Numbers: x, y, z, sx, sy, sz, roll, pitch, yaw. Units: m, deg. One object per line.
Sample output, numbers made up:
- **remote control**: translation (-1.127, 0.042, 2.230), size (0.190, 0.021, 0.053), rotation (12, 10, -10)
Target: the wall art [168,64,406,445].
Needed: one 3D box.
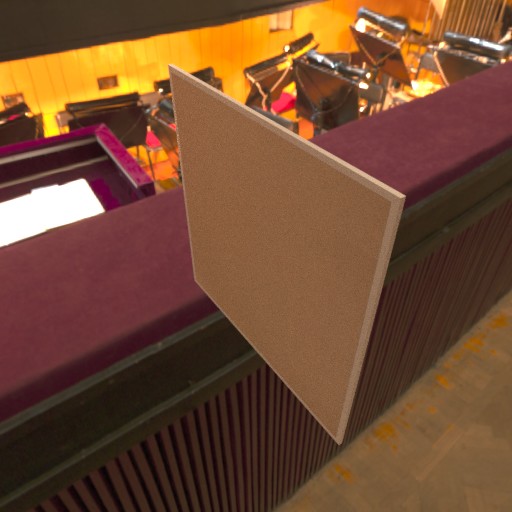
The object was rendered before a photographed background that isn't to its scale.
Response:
- **wall art**: translation (0.000, 0.000, 1.218), size (0.012, 0.809, 0.809), rotation (-25, 46, -26)
